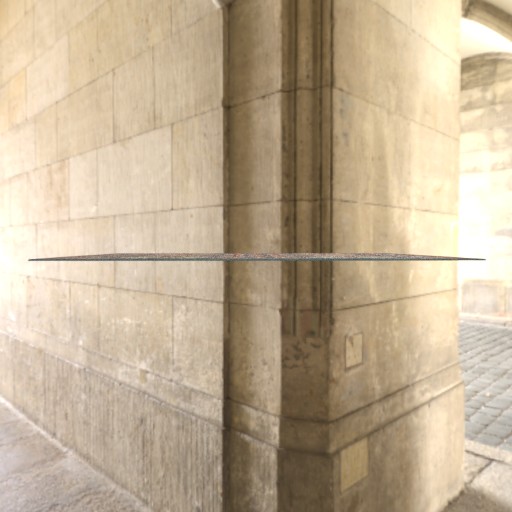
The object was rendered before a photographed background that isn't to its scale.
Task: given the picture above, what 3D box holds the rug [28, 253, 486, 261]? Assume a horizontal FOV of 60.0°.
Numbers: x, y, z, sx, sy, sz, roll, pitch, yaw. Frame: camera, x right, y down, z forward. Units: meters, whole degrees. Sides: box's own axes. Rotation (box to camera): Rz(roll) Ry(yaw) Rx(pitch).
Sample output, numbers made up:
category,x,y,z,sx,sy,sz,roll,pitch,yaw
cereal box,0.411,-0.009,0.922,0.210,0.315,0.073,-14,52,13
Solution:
category,x,y,z,sx,sy,sz,roll,pitch,yaw
rug,0.000,0.000,3.066,2.373,0.009,1.622,0,1,-2
